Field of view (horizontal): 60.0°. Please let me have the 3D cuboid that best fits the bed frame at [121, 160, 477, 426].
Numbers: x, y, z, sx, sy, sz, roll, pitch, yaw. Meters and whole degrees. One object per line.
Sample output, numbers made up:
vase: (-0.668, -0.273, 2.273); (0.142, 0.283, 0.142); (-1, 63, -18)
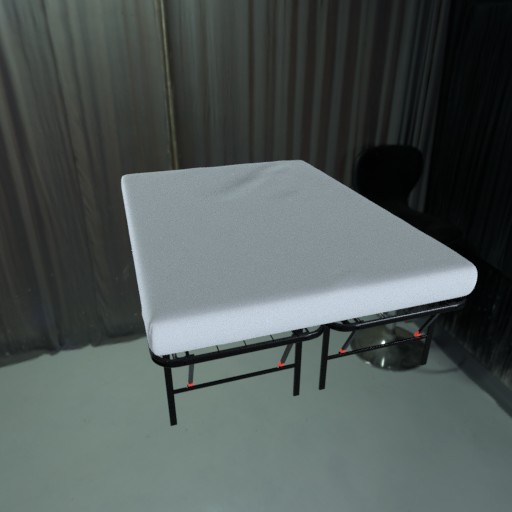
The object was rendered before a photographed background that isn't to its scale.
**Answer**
bed frame: (0.000, 0.000, 2.573); (1.372, 0.637, 1.905); (-8, 28, -16)
